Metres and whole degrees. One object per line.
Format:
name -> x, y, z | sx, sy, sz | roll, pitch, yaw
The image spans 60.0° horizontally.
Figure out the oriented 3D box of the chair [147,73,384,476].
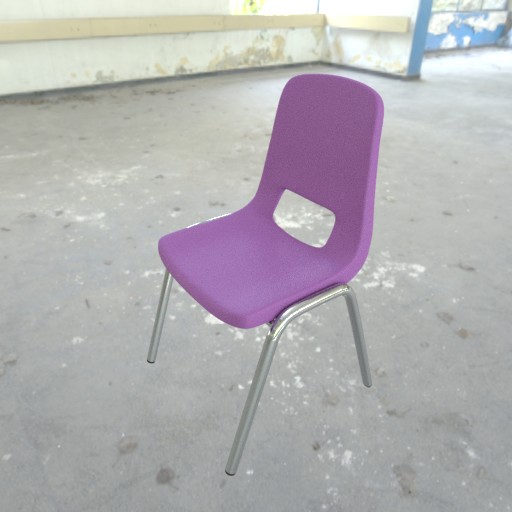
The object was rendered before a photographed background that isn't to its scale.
chair -> 0.000, 0.000, 0.680 | 0.301, 0.493, 0.291 | -20, 36, -30
